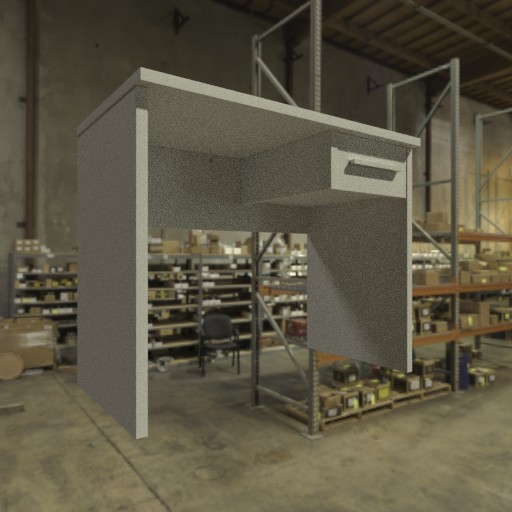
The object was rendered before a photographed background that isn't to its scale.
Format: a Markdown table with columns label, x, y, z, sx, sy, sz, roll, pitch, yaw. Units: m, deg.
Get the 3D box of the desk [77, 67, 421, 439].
| label | x | y | z | sx | sy | sz | roll | pitch | yaw |
| --- | --- | --- | --- | --- | --- | --- | --- | --- | --- |
| desk | 0.000 | 0.000 | 1.318 | 0.900 | 0.729 | 0.498 | 0 | 0 | -35 |
